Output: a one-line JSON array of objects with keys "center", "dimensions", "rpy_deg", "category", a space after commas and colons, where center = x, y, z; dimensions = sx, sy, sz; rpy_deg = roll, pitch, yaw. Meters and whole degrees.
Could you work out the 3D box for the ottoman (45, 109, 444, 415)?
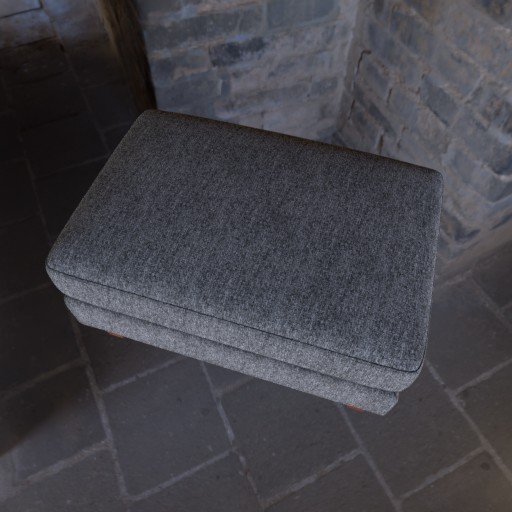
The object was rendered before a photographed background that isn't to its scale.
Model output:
[{"center": [0.000, 0.000, 1.210], "dimensions": [0.864, 0.483, 0.584], "rpy_deg": [15, 59, 9], "category": "ottoman"}]
